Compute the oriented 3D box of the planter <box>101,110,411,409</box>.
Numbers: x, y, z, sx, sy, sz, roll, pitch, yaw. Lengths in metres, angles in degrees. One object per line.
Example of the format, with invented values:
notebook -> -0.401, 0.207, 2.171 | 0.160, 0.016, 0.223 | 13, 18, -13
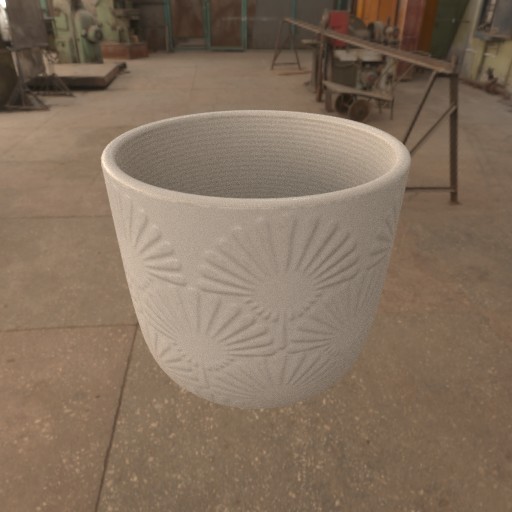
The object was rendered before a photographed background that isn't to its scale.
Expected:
planter -> 0.000, 0.000, 0.212 | 0.124, 0.109, 0.124 | 0, 31, 0
